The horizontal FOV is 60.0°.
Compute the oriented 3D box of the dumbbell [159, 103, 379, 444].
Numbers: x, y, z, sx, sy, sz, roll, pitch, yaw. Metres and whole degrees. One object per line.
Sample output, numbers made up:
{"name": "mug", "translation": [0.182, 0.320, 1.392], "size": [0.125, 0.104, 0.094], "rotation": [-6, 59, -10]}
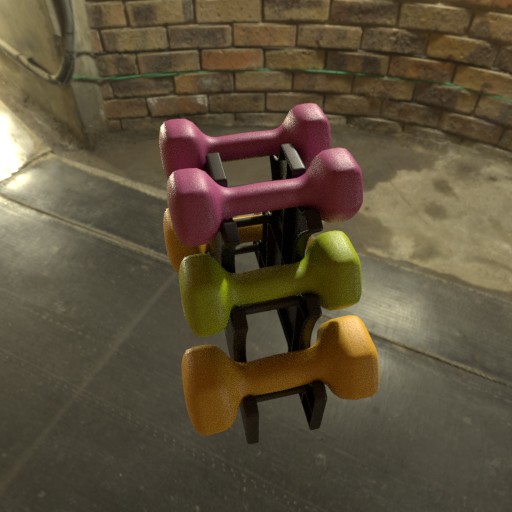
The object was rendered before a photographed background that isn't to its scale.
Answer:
{"name": "dumbbell", "translation": [0.000, 0.000, 0.467], "size": [0.190, 0.271, 0.300], "rotation": [-9, 47, -9]}
